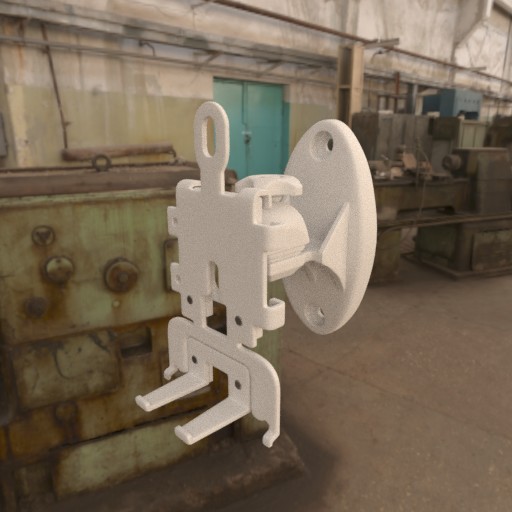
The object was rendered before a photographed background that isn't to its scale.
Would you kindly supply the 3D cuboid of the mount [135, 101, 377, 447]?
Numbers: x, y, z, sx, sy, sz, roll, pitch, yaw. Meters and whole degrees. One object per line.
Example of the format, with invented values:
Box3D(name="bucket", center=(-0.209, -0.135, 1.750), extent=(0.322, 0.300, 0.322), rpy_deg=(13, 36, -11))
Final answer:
Box3D(name="mount", center=(0.000, 0.000, 0.181), extent=(0.066, 0.118, 0.100), rpy_deg=(16, 22, 42))
